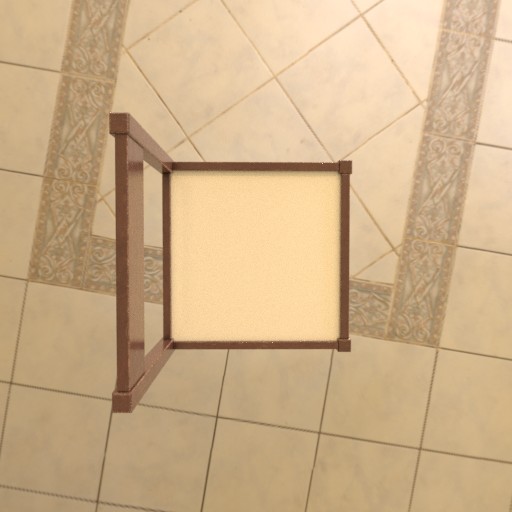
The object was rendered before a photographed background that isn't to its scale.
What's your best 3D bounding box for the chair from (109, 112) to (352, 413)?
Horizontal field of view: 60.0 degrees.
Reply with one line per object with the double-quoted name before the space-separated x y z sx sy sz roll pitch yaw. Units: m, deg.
"chair" 0.000 0.000 0.669 0.285 0.505 0.285 0 92 -1
